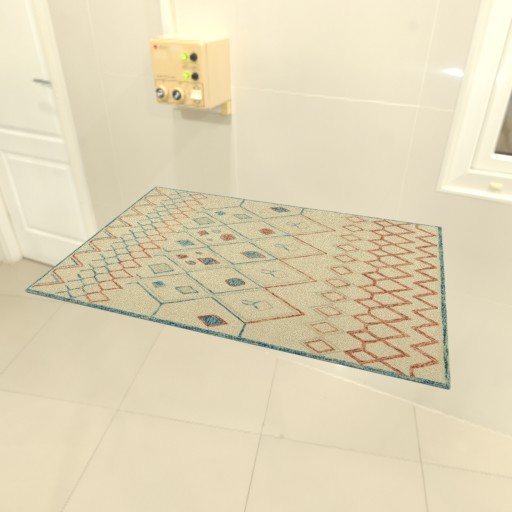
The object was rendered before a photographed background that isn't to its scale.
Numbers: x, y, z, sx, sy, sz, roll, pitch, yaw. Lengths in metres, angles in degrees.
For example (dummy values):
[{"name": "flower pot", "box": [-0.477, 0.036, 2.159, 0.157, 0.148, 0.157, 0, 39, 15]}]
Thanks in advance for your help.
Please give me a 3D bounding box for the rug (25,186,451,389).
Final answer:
[{"name": "rug", "box": [0.000, 0.000, 2.275, 1.829, 0.016, 1.219, 10, 34, 15]}]
